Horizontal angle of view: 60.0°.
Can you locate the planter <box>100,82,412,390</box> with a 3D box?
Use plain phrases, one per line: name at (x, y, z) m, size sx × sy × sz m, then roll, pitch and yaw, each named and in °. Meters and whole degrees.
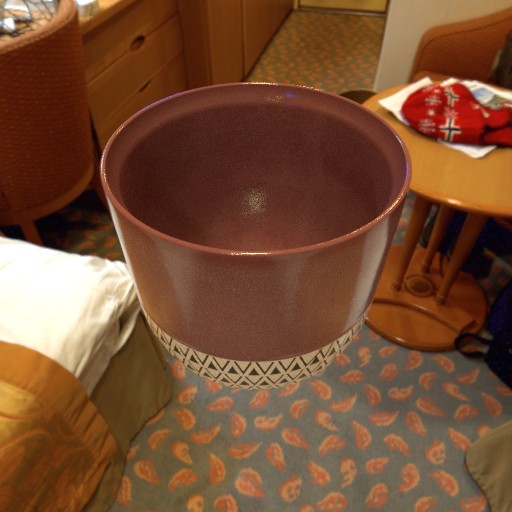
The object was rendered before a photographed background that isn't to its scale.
planter at (0.000, 0.000, 0.483) m, size 0.266 × 0.270 × 0.266 m, roll 0°, pitch 45°, yaw 0°
